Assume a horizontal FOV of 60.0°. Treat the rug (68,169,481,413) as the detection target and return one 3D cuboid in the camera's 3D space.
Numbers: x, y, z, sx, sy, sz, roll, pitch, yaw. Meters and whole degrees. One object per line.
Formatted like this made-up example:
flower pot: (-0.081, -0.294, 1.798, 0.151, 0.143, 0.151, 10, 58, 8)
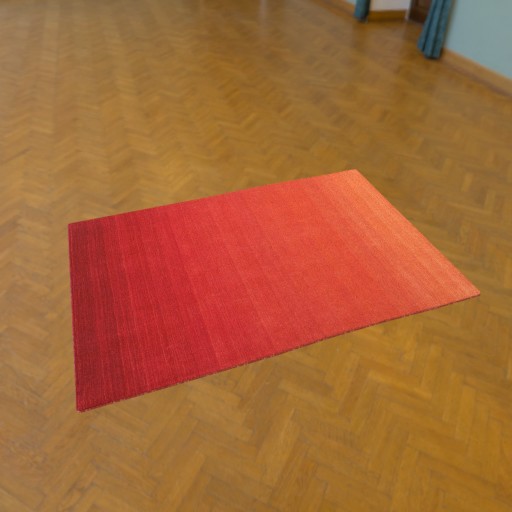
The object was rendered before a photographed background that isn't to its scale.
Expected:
rug: (0.000, 0.000, 2.301, 1.835, 0.018, 1.230, -13, 43, -14)
